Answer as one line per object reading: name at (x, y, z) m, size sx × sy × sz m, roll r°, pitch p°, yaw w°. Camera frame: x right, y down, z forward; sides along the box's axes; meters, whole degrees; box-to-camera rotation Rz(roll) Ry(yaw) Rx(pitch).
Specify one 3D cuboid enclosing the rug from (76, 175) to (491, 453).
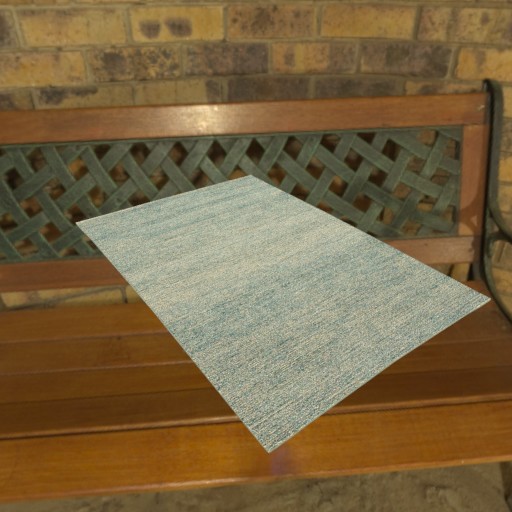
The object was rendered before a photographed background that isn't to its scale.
rug at (0.000, 0.000, 5.048) m, size 2.802 × 0.052 × 4.078 m, roll -21°, pitch 38°, yaw -30°
